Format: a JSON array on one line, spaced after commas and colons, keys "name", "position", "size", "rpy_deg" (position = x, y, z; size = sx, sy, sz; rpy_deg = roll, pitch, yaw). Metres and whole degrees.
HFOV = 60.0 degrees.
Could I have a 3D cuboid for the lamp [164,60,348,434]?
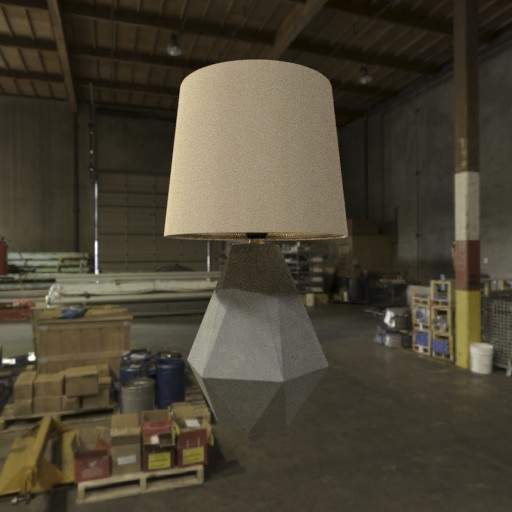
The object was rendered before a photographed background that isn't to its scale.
[{"name": "lamp", "position": [0.000, 0.000, 0.679], "size": [0.276, 0.501, 0.276], "rpy_deg": [0, 0, 0]}]
